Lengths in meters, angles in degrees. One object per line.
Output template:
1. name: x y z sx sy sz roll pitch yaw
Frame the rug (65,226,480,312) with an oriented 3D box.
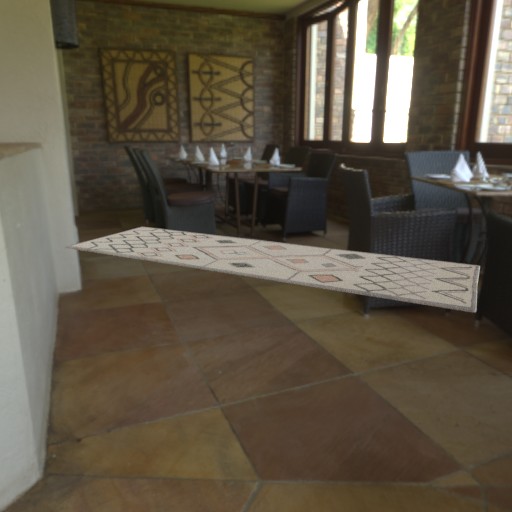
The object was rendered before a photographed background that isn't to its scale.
1. rug: 0.000 0.000 2.696 2.435 0.011 0.750 8 17 26
